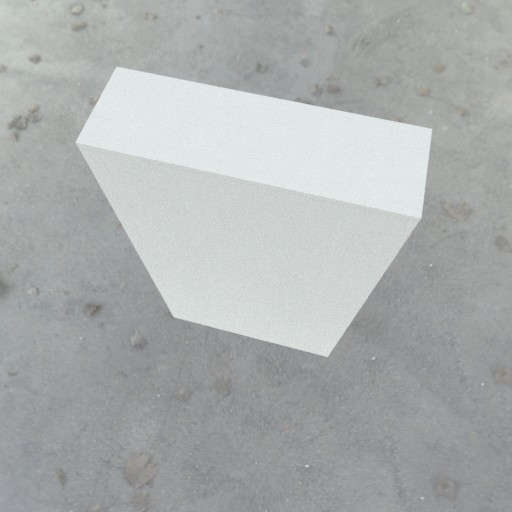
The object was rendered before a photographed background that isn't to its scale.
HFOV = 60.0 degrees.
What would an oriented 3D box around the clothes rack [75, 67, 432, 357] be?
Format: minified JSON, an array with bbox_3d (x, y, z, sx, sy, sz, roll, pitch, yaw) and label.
[{"bbox_3d":[0.000,0.000,1.557,0.750,1.280,0.250,13,66,6],"label":"clothes rack"}]
